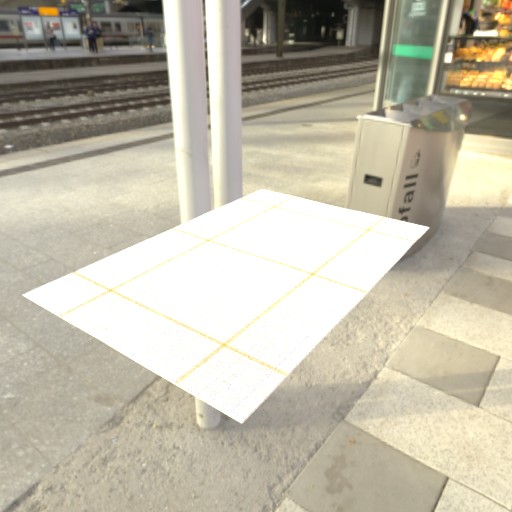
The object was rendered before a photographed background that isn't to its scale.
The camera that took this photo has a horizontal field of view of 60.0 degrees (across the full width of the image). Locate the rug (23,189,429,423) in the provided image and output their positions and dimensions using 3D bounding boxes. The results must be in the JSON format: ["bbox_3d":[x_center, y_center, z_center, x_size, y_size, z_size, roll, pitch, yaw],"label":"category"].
[{"bbox_3d":[0.000,0.000,2.297,1.232,0.015,1.825,18,32,32],"label":"rug"}]
